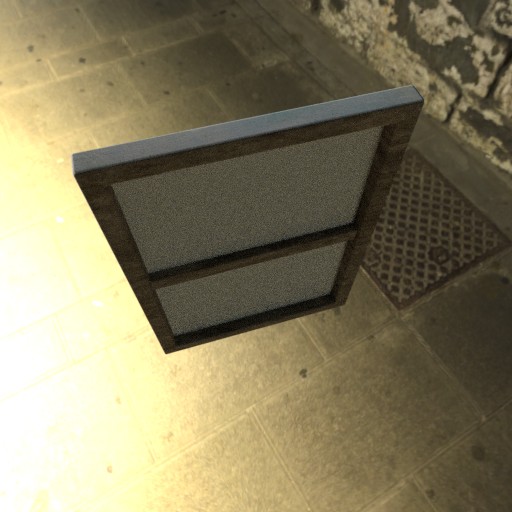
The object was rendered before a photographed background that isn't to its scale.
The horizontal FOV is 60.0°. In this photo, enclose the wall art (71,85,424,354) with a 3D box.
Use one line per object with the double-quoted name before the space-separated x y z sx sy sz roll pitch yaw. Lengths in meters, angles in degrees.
"wall art" 0.000 0.000 0.799 0.443 0.605 0.035 -14 59 -9
